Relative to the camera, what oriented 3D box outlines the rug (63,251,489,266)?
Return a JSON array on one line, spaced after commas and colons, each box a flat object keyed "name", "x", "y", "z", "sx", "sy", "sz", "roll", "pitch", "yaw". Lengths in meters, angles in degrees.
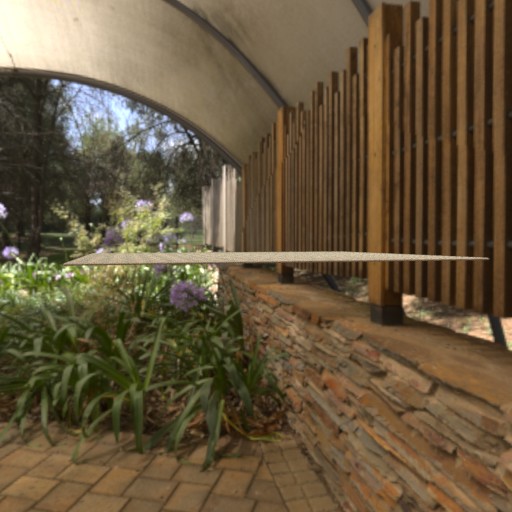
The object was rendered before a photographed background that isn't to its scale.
[{"name": "rug", "x": 0.000, "y": 0.000, "z": 4.157, "sx": 3.050, "sy": 0.017, "sz": 2.441, "roll": -1, "pitch": 2, "yaw": -17}]
